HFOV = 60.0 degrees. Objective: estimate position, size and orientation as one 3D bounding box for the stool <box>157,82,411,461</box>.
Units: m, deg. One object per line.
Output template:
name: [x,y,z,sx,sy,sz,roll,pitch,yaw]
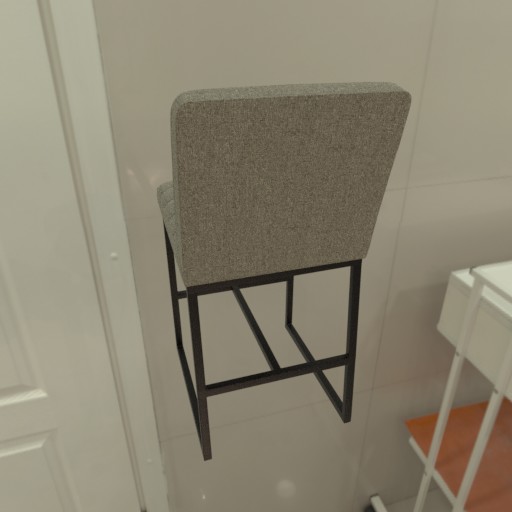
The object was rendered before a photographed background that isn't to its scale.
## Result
stool: [0.000,0.000,1.220,0.460,0.940,0.560,-8,29,-15]
